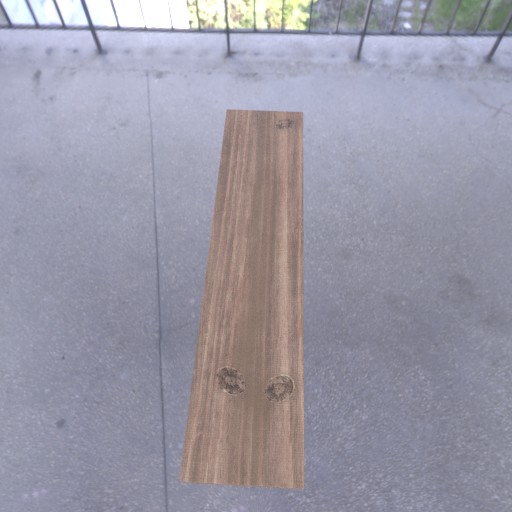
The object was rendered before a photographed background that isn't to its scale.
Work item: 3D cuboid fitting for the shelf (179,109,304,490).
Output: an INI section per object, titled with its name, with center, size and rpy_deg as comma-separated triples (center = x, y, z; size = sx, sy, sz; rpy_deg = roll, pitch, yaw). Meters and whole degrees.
[shelf]
center = 0.000, 0.000, 0.660
size = 0.140, 0.020, 0.610
rpy_deg = 3, 59, 2
